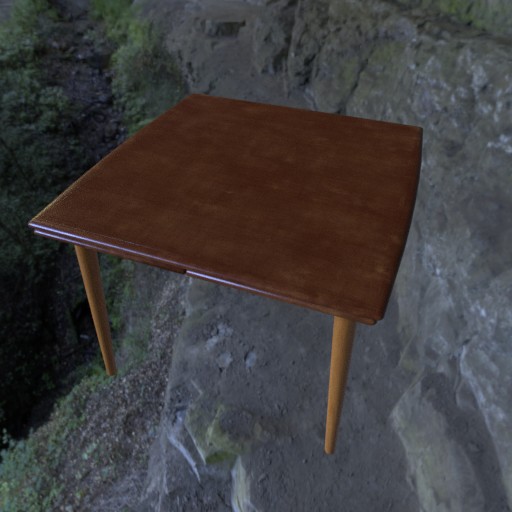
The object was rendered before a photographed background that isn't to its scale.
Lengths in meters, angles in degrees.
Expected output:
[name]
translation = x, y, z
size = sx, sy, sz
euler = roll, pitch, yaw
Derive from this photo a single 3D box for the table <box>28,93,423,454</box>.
[table]
translation = 0.000, 0.000, 1.655
size = 0.991, 0.754, 0.991
euler = 14, 43, 15
